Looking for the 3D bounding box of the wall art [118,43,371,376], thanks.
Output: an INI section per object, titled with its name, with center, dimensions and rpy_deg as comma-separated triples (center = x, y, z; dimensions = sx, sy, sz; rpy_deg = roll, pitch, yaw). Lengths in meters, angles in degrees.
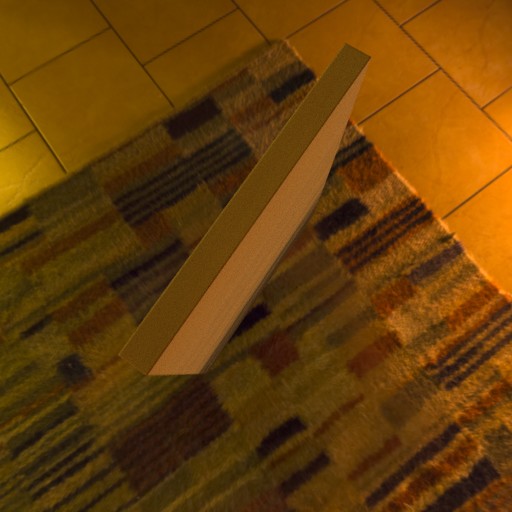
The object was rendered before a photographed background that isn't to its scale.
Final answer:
[wall art]
center = 0.000, 0.000, 0.831
dimensions = 0.040, 0.608, 0.489
rpy_deg = 33, 78, 8
